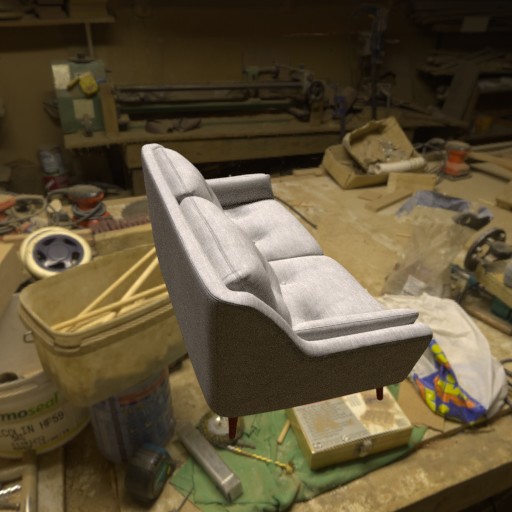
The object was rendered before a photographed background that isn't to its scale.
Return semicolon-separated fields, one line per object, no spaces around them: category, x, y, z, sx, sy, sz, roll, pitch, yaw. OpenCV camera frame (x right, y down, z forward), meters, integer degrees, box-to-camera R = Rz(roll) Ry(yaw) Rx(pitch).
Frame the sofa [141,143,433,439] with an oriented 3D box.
sofa;0.000;0.000;2.485;0.976;0.897;1.930;-11;33;-17
